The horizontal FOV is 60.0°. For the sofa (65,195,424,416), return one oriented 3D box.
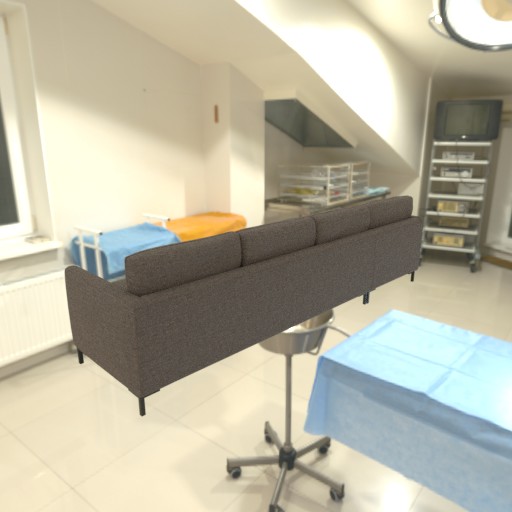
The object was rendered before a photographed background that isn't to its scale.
[{"bbox_3d":[0.000,0.000,3.238,2.731,0.754,1.258,-15,22,-42],"label":"sofa"}]
